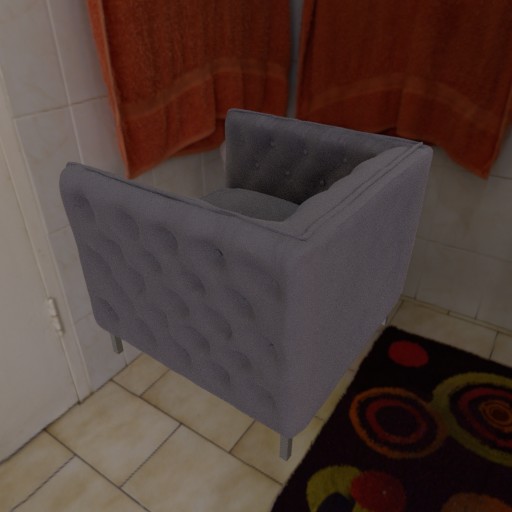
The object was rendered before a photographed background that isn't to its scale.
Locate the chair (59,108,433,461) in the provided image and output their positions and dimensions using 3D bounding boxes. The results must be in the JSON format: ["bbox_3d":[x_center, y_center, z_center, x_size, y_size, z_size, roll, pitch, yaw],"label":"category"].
[{"bbox_3d":[0.000,0.000,1.644,0.913,0.807,0.946,21,37,30],"label":"chair"}]
